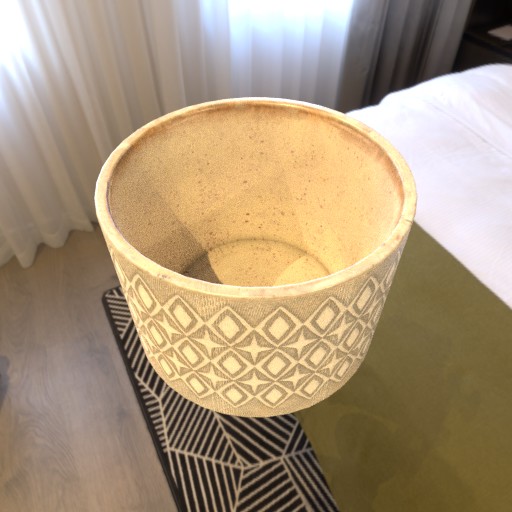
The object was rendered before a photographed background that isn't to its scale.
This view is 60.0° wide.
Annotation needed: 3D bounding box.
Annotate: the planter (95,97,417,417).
[{"bbox_3d":[0.000,0.000,0.315,0.186,0.144,0.186,0,47,0],"label":"planter"}]
